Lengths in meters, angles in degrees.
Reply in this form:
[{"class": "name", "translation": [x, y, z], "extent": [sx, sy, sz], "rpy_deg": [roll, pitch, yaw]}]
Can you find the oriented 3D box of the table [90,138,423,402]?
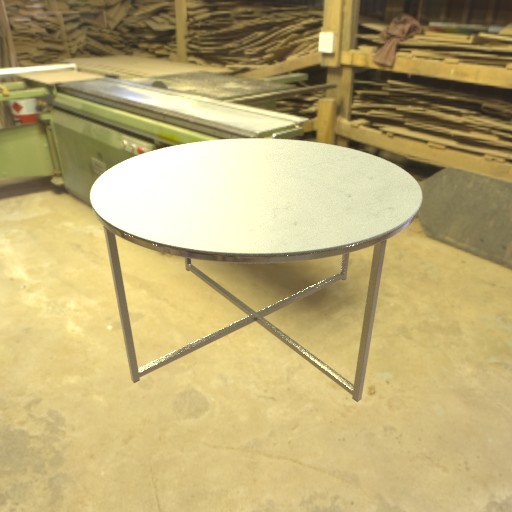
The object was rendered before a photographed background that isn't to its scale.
[{"class": "table", "translation": [0.000, 0.000, 1.229], "extent": [0.800, 0.450, 0.800], "rpy_deg": [0, 29, 0]}]
